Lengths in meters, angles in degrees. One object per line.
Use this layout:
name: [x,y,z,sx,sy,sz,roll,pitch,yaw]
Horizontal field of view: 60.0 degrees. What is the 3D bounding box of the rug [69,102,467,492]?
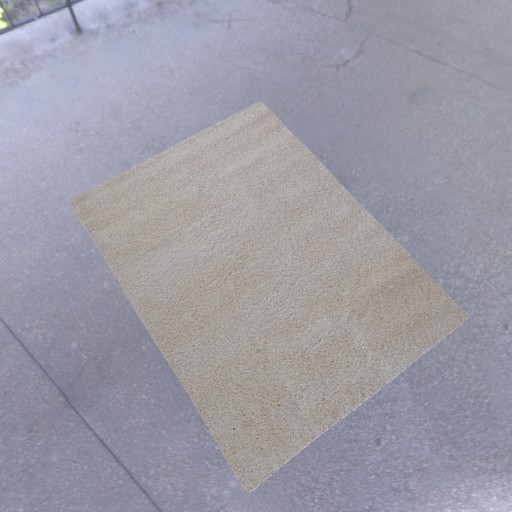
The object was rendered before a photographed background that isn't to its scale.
rug: [0.000,0.000,2.108,1.199,0.025,1.600,-32,68,-15]
